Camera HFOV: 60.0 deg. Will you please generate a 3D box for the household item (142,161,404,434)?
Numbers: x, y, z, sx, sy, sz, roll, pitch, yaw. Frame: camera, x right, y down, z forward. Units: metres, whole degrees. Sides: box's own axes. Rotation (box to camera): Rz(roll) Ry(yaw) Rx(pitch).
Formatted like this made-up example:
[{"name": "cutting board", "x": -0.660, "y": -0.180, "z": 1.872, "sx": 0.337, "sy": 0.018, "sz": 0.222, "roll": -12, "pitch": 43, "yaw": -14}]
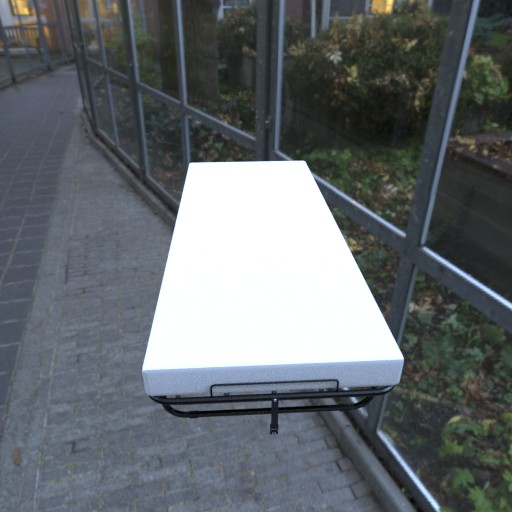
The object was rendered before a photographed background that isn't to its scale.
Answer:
[{"name": "household item", "x": 0.000, "y": 0.000, "z": 2.134, "sx": 0.787, "sy": 0.356, "sz": 1.905, "roll": -2, "pitch": 30, "yaw": -3}]
